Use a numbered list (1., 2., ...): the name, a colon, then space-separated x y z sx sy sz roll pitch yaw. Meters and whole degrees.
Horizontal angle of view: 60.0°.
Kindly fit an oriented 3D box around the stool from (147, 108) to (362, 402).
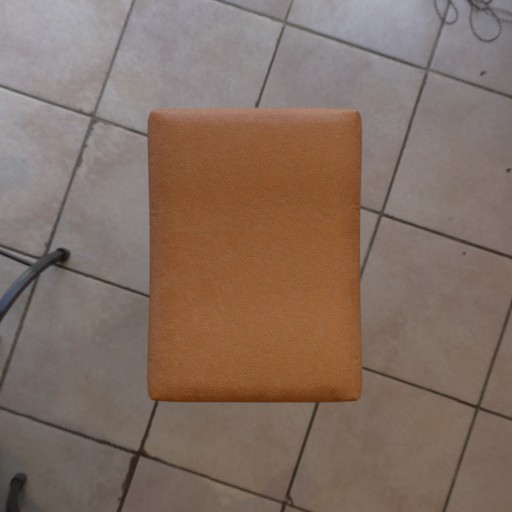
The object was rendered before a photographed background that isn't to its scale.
1. stool: 0.000 0.000 1.063 0.361 0.759 0.500 0 90 0
